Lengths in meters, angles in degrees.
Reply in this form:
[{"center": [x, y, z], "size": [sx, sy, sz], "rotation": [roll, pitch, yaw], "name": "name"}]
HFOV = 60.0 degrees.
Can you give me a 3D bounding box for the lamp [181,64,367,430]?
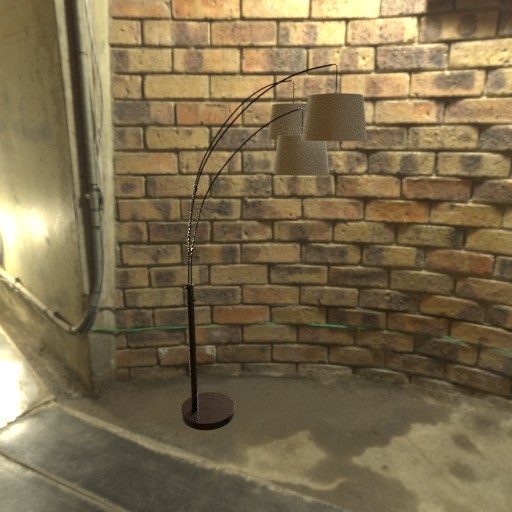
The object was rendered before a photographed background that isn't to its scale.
[{"center": [0.000, 0.000, 2.515], "size": [0.924, 1.950, 0.951], "rotation": [-3, 16, -12], "name": "lamp"}]
